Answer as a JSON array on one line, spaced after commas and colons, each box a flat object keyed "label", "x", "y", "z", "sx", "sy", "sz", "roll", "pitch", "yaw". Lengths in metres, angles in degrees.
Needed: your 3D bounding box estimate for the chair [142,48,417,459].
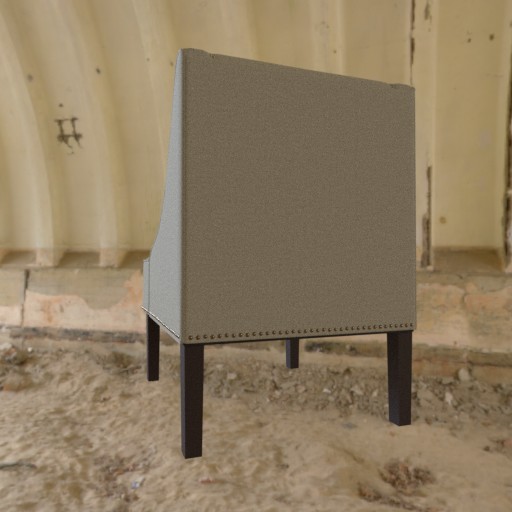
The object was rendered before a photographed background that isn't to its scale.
[{"label": "chair", "x": 0.000, "y": 0.000, "z": 1.348, "sx": 0.610, "sy": 0.864, "sz": 0.737, "roll": 0, "pitch": -1, "yaw": -20}]
